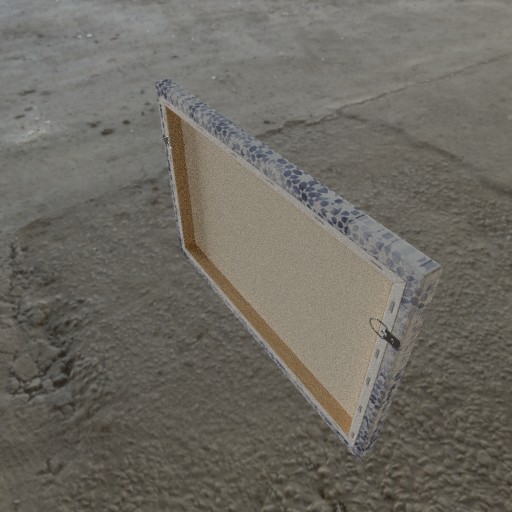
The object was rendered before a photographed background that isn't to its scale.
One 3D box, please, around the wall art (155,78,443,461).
[{"bbox_3d":[0.000,0.000,0.750,0.030,0.406,0.608,-25,47,-25],"label":"wall art"}]
